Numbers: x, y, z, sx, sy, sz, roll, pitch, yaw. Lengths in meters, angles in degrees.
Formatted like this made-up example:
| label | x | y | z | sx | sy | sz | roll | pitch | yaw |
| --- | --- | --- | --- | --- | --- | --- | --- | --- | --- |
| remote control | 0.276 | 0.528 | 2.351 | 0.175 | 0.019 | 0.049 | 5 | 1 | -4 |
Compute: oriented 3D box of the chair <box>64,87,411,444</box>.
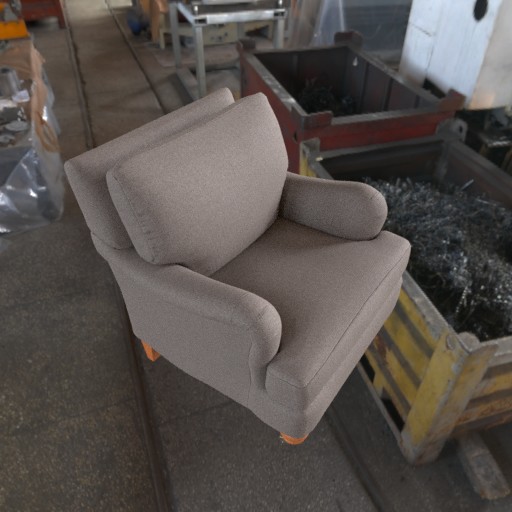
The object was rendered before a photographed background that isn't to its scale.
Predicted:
| label | x | y | z | sx | sy | sz | roll | pitch | yaw |
| --- | --- | --- | --- | --- | --- | --- | --- | --- | --- |
| chair | 0.000 | 0.000 | 1.874 | 1.070 | 1.038 | 0.955 | 26 | 47 | 26 |
